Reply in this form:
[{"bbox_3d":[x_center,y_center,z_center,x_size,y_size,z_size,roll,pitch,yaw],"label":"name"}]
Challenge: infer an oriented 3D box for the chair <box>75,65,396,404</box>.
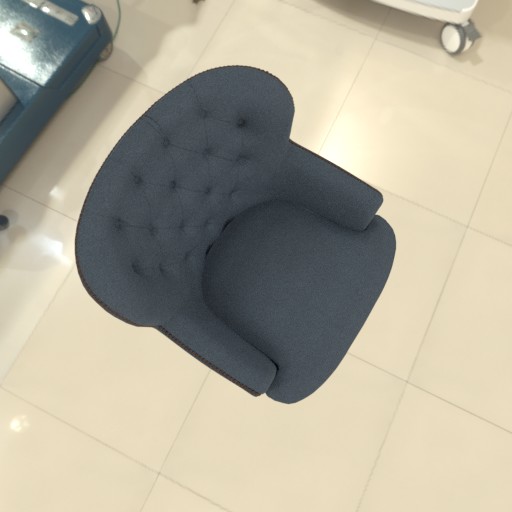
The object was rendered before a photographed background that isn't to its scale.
[{"bbox_3d":[0.000,0.000,1.593,0.906,0.868,0.848,32,78,8],"label":"chair"}]
